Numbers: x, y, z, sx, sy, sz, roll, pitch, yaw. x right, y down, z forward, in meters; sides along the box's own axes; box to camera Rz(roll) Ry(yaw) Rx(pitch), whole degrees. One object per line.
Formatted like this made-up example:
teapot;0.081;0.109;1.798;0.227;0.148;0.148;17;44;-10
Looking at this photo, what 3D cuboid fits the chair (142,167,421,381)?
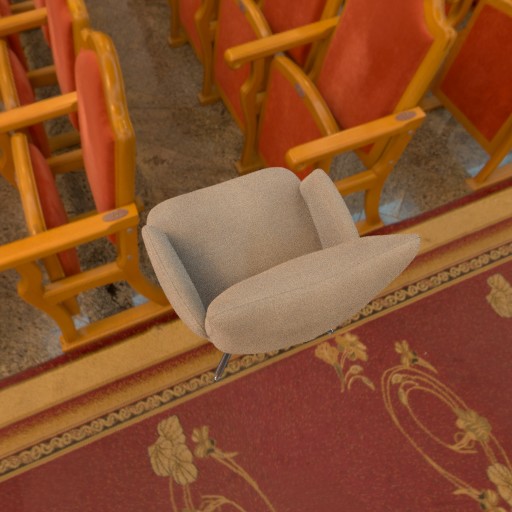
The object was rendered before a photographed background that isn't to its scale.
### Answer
chair;0.000;0.000;1.604;0.711;1.016;0.889;-20;61;-11
